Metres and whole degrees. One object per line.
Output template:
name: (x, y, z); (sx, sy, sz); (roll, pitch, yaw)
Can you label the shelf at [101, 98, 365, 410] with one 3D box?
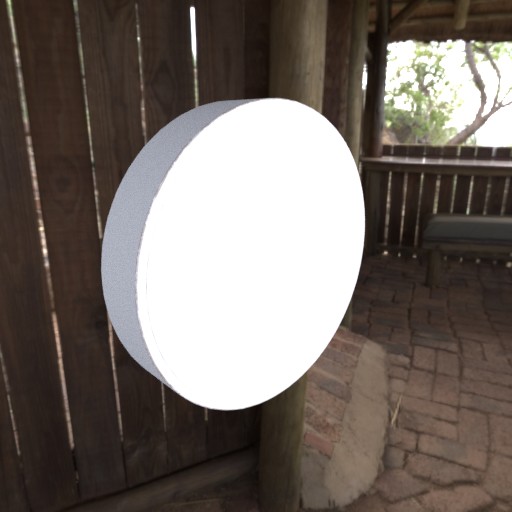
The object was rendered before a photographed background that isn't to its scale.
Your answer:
shelf: (0.000, 0.000, 1.209); (0.806, 0.807, 0.158); (-15, 22, -41)
